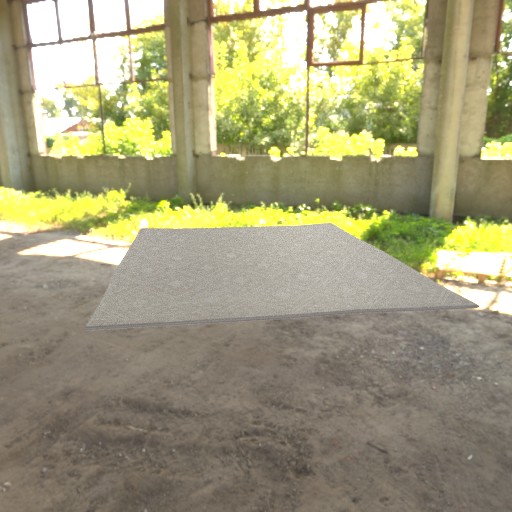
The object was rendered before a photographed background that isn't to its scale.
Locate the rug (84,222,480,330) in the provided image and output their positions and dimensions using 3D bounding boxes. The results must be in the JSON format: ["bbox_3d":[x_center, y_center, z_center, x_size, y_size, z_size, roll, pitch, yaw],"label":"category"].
[{"bbox_3d":[0.000,0.000,4.054,2.399,0.054,3.011,-2,14,-8],"label":"rug"}]
